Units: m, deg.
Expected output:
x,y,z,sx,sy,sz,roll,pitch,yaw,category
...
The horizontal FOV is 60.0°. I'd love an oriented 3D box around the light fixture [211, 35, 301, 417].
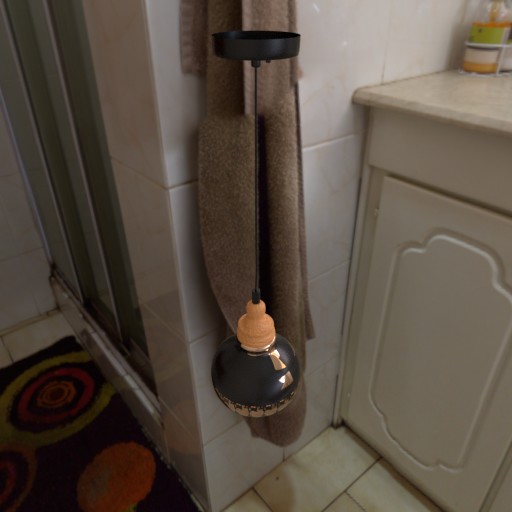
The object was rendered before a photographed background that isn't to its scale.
x,y,z,sx,sy,sz,roll,pitch,yaw,category
0.000,0.000,1.790,0.430,1.606,0.430,-22,38,-31,light fixture
